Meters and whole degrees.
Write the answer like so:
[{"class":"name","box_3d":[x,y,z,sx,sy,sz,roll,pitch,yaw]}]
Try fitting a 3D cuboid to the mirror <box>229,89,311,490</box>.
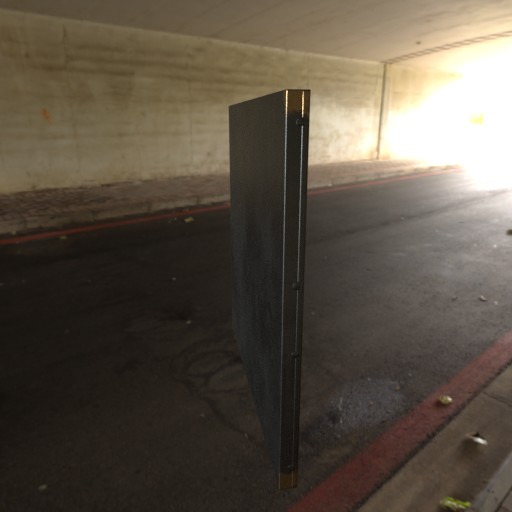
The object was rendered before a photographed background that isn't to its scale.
[{"class":"mirror","box_3d":[0.000,0.000,0.574,0.020,0.381,0.382,-3,17,-10]}]
